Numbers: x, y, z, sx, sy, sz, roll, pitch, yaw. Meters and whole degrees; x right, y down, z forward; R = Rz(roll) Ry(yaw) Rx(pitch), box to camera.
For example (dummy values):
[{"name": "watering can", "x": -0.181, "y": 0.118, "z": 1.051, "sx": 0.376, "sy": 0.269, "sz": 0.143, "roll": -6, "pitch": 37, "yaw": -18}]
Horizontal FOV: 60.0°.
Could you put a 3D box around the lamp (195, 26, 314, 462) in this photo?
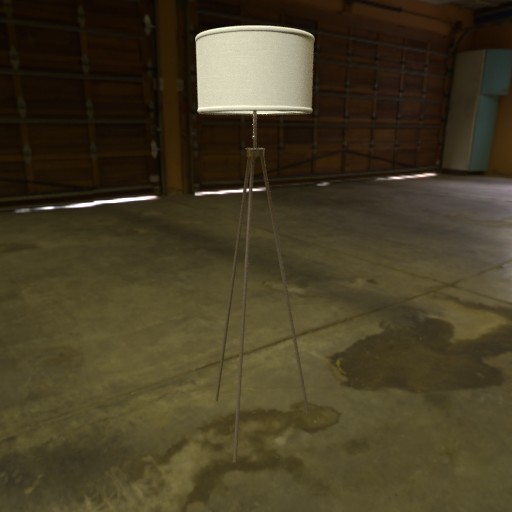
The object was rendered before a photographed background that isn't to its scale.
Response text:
[{"name": "lamp", "x": 0.000, "y": 0.000, "z": 1.718, "sx": 0.448, "sy": 1.545, "sz": 0.458, "roll": 3, "pitch": 16, "yaw": 9}]
